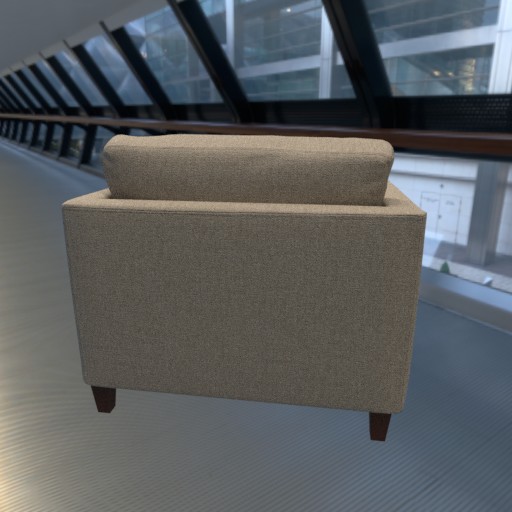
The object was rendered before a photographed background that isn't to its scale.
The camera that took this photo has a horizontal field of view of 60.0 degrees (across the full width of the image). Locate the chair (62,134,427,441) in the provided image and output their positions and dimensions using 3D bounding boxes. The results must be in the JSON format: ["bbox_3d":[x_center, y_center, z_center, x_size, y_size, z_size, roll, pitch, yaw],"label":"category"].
[{"bbox_3d":[0.000,0.000,1.795,1.107,0.961,0.959,3,17,8],"label":"chair"}]
